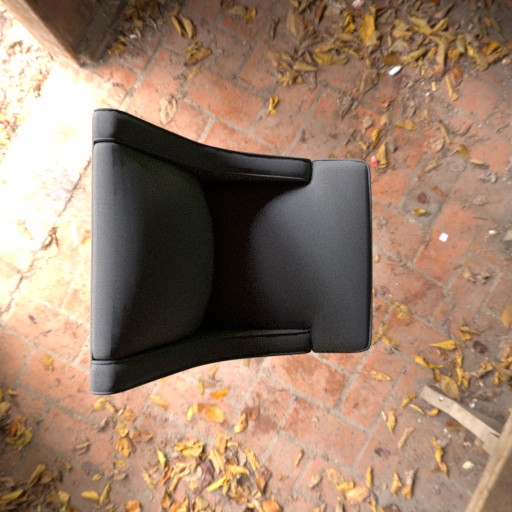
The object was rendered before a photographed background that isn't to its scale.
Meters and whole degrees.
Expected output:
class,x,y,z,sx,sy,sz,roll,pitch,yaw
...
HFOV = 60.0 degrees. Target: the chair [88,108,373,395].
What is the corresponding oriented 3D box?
class,x,y,z,sx,sy,sz,roll,pitch,yaw
chair,0.000,0.000,1.382,0.747,0.867,0.631,0,89,-1
